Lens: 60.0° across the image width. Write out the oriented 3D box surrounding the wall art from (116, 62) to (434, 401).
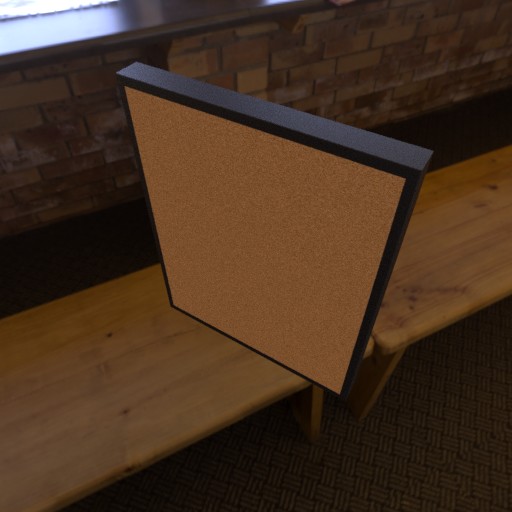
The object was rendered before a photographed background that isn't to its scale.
[{"bbox_3d":[0.000,0.000,0.510,0.294,0.369,0.030,24,51,21],"label":"wall art"}]
